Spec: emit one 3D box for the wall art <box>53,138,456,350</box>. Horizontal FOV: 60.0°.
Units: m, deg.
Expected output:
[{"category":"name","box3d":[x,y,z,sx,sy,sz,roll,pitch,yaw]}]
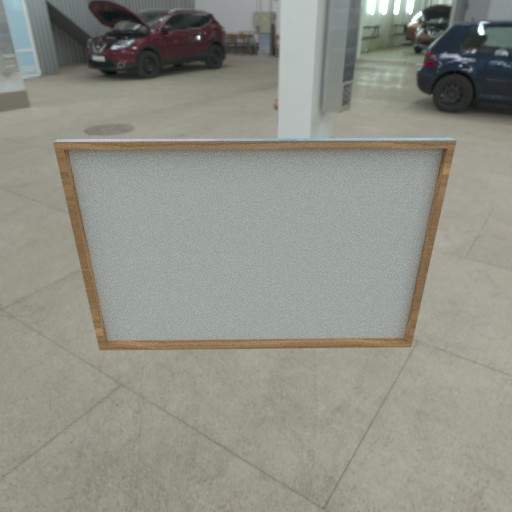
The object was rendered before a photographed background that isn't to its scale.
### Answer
[{"category":"wall art","box3d":[0.000,0.000,0.768,0.604,0.402,0.018,0,29,-1]}]
